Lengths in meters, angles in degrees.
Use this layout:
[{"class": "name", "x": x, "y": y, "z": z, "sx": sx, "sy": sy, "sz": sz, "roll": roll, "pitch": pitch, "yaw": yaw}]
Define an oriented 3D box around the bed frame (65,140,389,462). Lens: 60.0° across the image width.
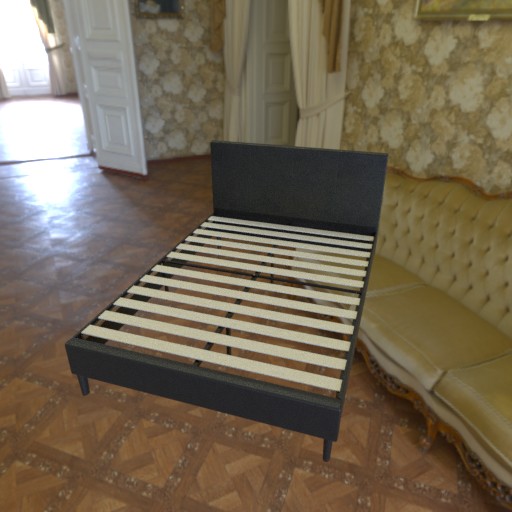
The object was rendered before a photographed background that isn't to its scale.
[{"class": "bed frame", "x": 0.000, "y": 0.000, "z": 3.303, "sx": 1.634, "sy": 1.127, "sz": 2.318, "roll": 9, "pitch": 28, "yaw": 16}]
